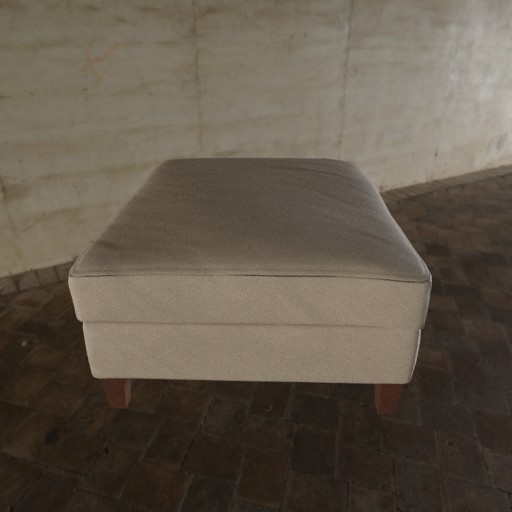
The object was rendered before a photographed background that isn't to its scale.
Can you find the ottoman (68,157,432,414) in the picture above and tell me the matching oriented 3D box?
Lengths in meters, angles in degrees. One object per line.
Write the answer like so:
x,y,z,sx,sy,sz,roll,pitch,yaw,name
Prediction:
0.000,0.000,1.490,0.836,0.492,1.002,1,27,1,ottoman
